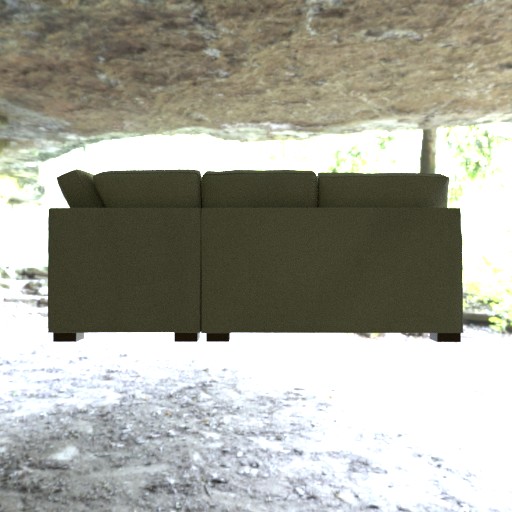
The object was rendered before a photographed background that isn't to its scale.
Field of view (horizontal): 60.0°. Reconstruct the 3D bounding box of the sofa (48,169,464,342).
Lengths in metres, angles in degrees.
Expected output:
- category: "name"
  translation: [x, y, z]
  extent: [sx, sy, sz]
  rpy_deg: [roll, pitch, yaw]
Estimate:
- category: "sofa"
  translation: [0.000, 0.000, 3.403]
  extent: [2.182, 0.939, 2.189]
  rpy_deg: [0, -1, 0]
